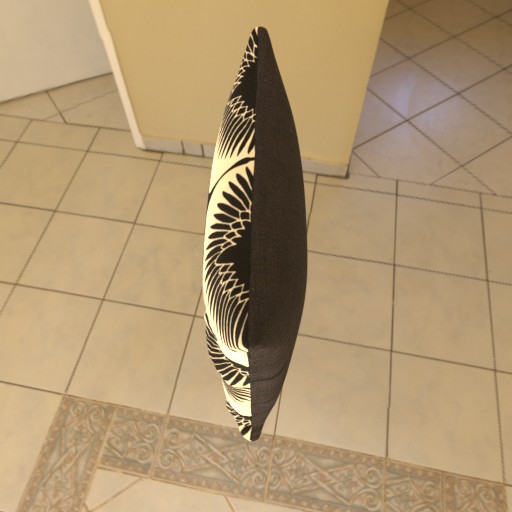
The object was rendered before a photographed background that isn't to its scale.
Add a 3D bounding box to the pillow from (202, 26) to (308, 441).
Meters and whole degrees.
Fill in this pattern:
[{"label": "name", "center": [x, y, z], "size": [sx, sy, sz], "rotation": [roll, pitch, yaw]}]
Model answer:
[{"label": "pillow", "center": [0.000, 0.000, 0.636], "size": [0.139, 0.432, 0.432], "rotation": [1, 59, 1]}]
